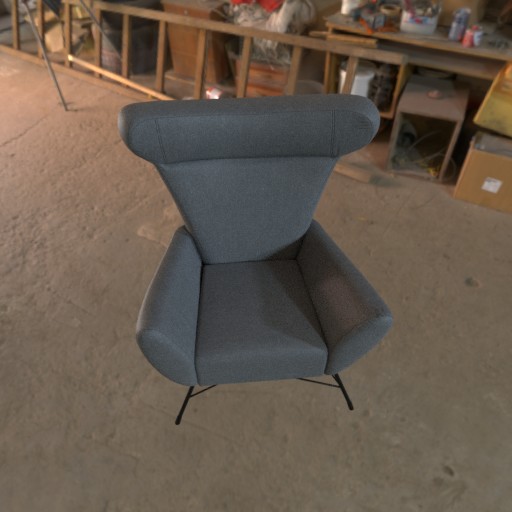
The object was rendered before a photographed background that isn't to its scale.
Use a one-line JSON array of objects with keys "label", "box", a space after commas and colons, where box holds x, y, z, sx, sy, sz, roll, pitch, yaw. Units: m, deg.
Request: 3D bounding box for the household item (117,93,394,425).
[{"label": "household item", "box": [0.000, 0.000, 1.804, 0.980, 1.050, 0.900, -4, 47, -3]}]
